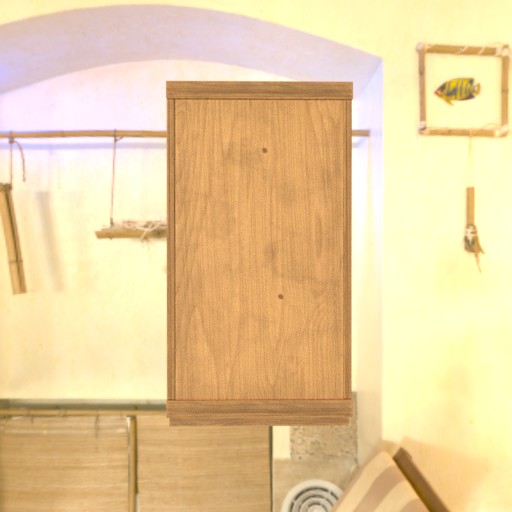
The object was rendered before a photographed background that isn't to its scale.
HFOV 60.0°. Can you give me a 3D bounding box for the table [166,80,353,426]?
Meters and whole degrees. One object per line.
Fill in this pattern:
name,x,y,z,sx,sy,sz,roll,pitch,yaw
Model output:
table,0.000,0.000,1.547,0.410,0.771,1.151,0,0,-1
